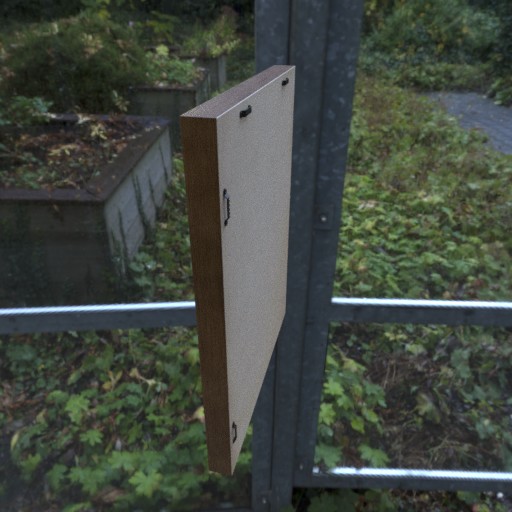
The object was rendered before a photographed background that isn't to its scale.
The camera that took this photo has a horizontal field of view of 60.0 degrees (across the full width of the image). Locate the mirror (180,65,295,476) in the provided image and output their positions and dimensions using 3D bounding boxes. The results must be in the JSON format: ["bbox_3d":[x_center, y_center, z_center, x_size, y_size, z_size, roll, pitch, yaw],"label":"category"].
[{"bbox_3d":[0.000,0.000,0.693,0.041,0.508,0.405,7,30,12],"label":"mirror"}]
